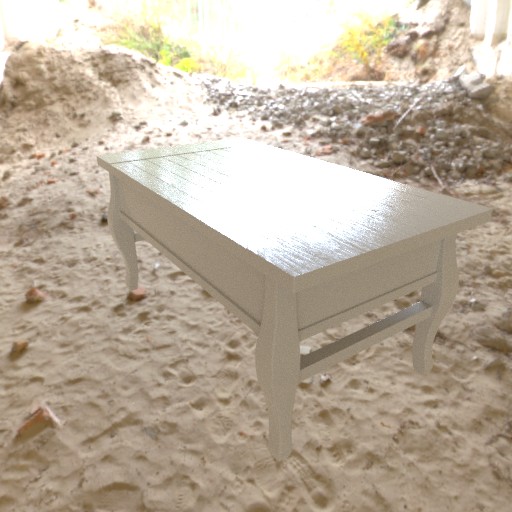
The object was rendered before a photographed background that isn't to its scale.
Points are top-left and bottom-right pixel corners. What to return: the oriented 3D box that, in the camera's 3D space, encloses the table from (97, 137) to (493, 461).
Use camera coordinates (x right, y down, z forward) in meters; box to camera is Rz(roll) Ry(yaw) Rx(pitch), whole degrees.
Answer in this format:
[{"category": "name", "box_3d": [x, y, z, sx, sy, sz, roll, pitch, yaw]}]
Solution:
[{"category": "table", "box_3d": [0.000, 0.000, 1.363, 0.600, 0.495, 1.062, -16, 30, -31]}]
